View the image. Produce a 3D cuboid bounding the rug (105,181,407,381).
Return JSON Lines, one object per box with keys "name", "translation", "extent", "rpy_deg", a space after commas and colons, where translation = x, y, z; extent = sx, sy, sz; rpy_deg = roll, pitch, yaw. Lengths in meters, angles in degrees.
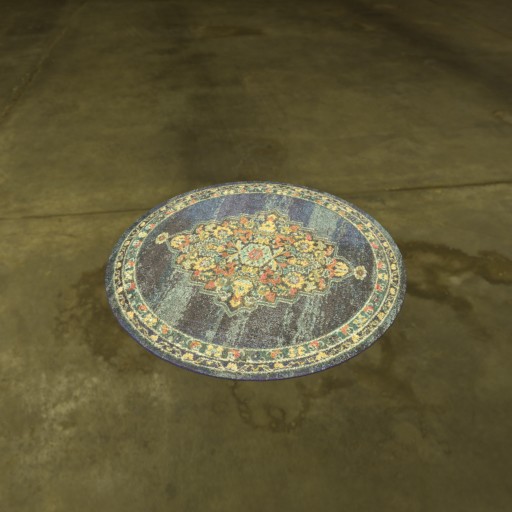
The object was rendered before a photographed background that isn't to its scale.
{"name": "rug", "translation": [0.000, 0.000, 2.416], "extent": [1.591, 0.010, 1.591], "rpy_deg": [0, 40, 0]}
